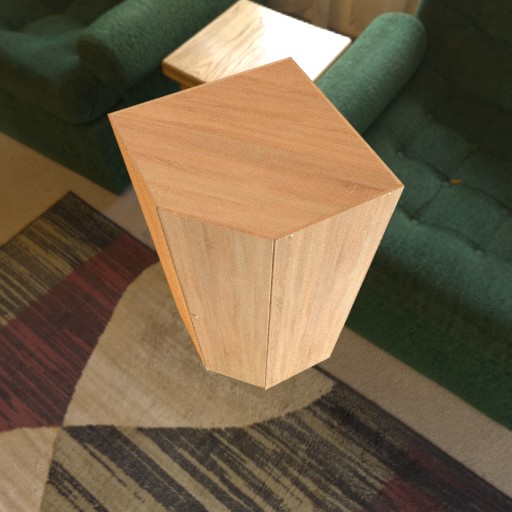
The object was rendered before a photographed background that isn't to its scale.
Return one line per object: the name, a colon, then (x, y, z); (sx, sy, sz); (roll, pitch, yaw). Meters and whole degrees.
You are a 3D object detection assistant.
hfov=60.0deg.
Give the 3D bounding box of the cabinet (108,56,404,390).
cabinet: (0.000, 0.000, 2.843); (1.327, 2.120, 1.094); (16, 60, 9)
